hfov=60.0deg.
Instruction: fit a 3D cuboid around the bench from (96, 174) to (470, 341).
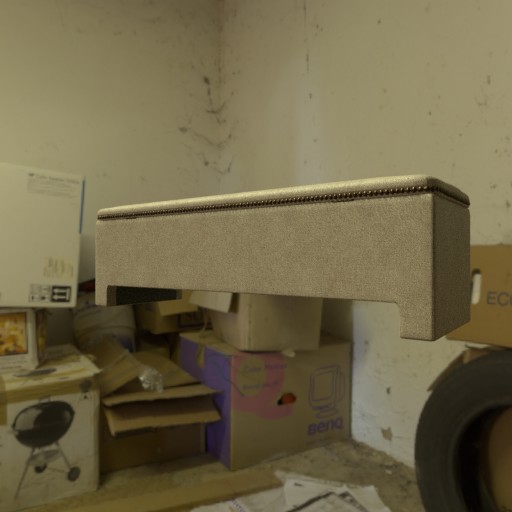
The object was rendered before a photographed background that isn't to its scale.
[{"bbox_3d":[0.000,0.000,1.748,1.482,0.447,0.470,0,0,36],"label":"bench"}]
